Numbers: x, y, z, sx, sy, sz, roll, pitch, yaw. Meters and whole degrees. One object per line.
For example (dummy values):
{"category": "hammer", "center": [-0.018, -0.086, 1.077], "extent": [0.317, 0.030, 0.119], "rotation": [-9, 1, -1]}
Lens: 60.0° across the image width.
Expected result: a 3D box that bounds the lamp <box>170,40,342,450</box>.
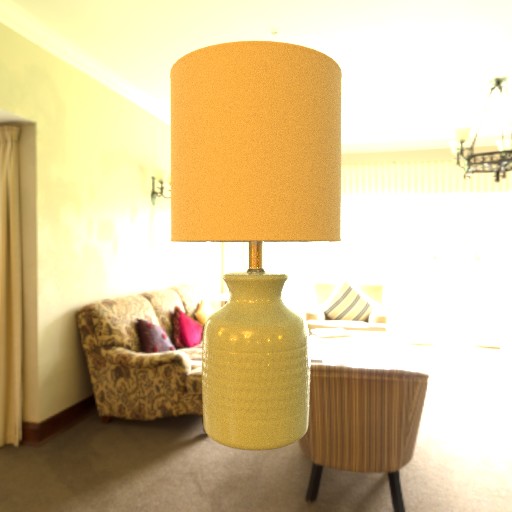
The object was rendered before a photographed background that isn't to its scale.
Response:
{"category": "lamp", "center": [0.000, 0.000, 1.104], "extent": [0.418, 0.871, 0.418], "rotation": [-1, 2, -35]}
